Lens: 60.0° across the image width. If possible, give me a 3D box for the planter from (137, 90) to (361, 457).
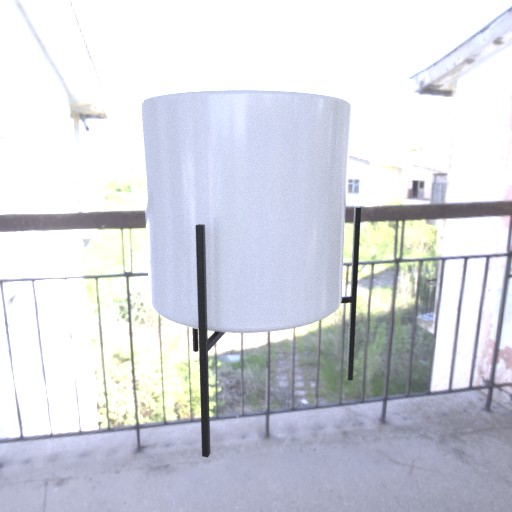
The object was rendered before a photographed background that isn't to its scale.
[{"bbox_3d":[0.000,0.000,0.744,0.361,0.480,0.360,-2,12,-9],"label":"planter"}]
